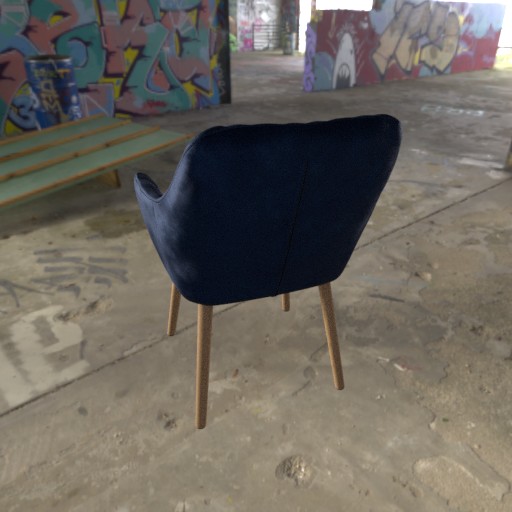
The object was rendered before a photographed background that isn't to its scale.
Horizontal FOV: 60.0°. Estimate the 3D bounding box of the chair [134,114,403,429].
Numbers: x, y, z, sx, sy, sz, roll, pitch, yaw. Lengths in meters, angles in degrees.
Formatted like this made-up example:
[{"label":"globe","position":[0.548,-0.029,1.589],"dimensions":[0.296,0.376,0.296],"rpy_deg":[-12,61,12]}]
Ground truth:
[{"label":"chair","position":[0.000,0.000,1.213],"dimensions":[0.578,0.826,0.573],"rpy_deg":[-10,30,-17]}]
